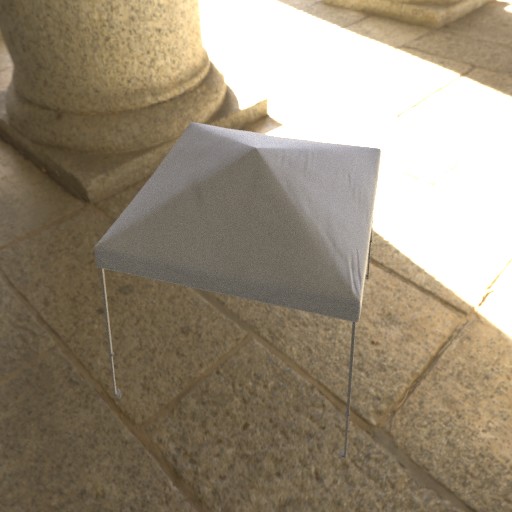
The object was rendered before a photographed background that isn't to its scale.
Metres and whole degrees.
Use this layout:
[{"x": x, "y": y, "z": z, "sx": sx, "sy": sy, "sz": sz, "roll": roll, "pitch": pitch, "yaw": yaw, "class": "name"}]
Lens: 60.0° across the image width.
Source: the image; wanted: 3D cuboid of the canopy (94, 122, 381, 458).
[{"x": 0.000, "y": 0.000, "z": 6.504, "sx": 3.599, "sy": 3.600, "sz": 3.600, "roll": 11, "pitch": 46, "yaw": 11, "class": "canopy"}]
